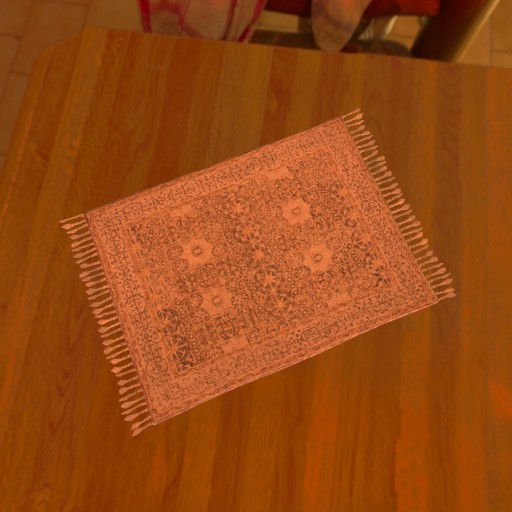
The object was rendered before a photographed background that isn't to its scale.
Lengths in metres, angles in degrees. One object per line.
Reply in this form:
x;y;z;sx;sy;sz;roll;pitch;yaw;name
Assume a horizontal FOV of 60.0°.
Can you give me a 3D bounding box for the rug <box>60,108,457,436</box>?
0.000;0.000;3.178;2.465;0.023;1.619;-22;76;-6;rug
